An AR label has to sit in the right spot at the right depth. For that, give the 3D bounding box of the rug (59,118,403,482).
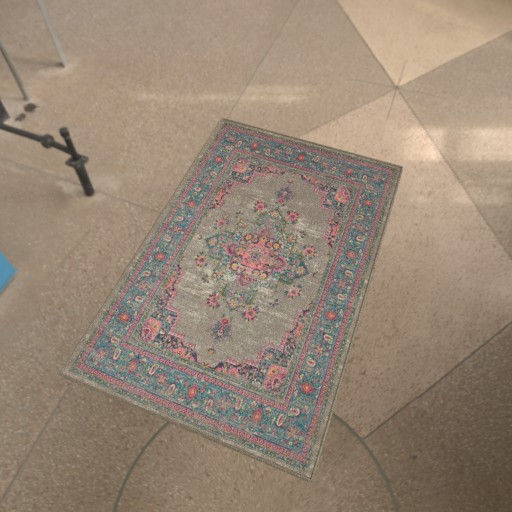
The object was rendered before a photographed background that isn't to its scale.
[{"bbox_3d":[0.000,0.000,2.227,1.144,0.014,1.748,18,60,11],"label":"rug"}]
